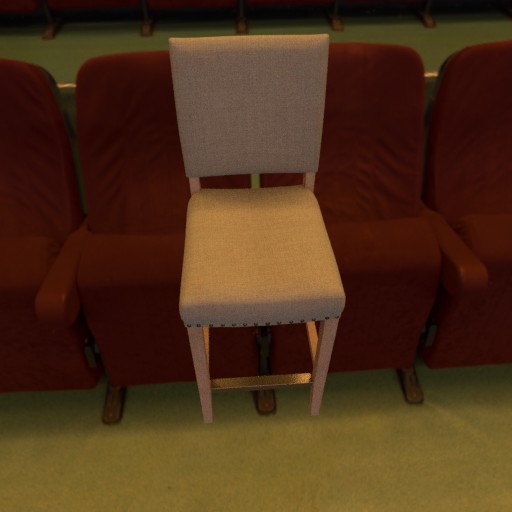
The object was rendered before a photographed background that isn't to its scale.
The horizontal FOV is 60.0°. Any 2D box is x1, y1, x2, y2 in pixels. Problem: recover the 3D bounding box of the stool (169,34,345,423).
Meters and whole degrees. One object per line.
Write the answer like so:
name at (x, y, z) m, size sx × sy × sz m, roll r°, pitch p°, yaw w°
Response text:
stool at (0.000, 0.000, 1.433) m, size 0.445 × 1.173 × 0.585 m, roll -3°, pitch 46°, yaw -3°
